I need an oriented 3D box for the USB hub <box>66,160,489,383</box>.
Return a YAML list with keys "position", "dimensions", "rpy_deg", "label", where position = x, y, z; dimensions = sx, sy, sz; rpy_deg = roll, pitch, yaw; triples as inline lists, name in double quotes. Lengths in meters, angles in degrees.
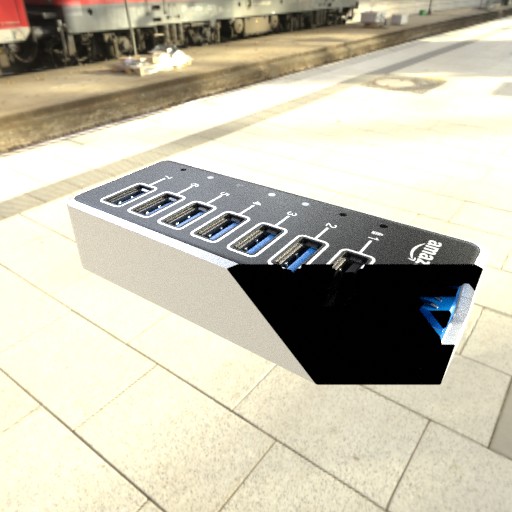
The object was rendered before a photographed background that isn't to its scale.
- position: [0.000, 0.000, 0.125]
  dimensions: [0.110, 0.023, 0.044]
  rpy_deg: [20, 37, 29]
  label: "USB hub"
